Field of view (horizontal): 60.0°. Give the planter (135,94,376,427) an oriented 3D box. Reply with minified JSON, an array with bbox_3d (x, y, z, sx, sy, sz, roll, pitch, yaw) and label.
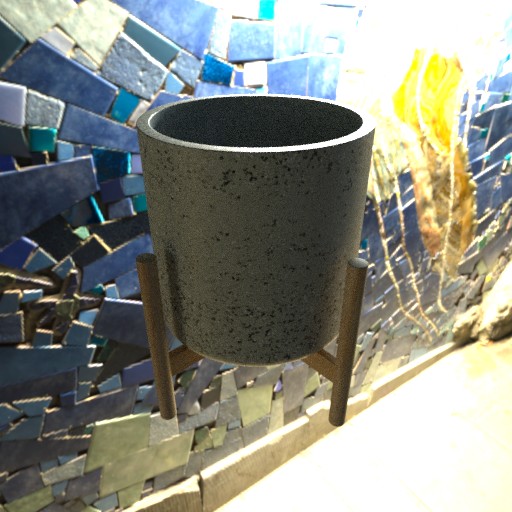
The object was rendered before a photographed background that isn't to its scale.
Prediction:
[{"bbox_3d":[0.000,0.000,0.680,0.360,0.419,0.360,-10,32,-17],"label":"planter"}]
